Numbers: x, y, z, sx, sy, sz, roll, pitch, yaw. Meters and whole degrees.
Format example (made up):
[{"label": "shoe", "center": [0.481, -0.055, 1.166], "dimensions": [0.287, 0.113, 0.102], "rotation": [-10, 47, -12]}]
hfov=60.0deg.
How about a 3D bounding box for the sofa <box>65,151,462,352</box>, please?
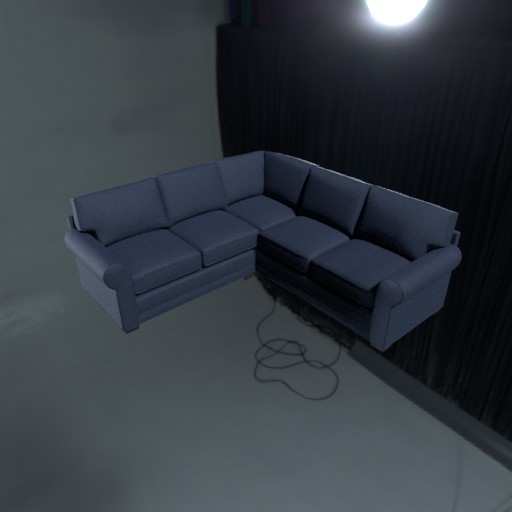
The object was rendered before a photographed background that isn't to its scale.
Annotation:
[{"label": "sofa", "center": [0.000, 0.000, 3.919], "dimensions": [2.487, 1.042, 2.562], "rotation": [-23, 37, -34]}]
